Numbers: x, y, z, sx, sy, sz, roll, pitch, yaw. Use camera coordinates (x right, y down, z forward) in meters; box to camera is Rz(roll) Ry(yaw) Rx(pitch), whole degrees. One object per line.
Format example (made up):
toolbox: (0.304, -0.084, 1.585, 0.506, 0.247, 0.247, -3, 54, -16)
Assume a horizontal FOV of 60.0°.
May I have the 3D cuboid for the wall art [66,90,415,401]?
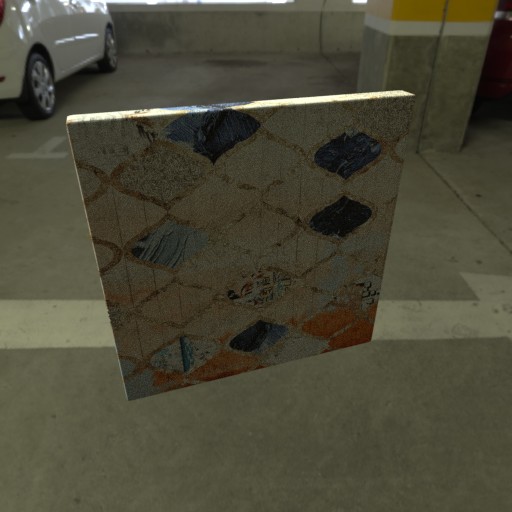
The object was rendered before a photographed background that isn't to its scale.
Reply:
wall art: (0.000, 0.000, 0.761, 0.507, 0.508, 0.038, -10, 33, -16)
